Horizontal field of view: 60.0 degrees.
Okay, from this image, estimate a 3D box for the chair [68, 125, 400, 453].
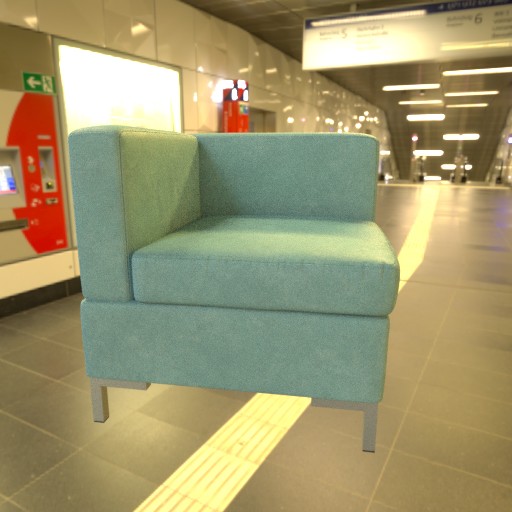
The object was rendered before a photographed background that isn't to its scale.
[{"bbox_3d":[0.000,0.000,1.193,0.680,0.660,0.680,2,14,10],"label":"chair"}]
